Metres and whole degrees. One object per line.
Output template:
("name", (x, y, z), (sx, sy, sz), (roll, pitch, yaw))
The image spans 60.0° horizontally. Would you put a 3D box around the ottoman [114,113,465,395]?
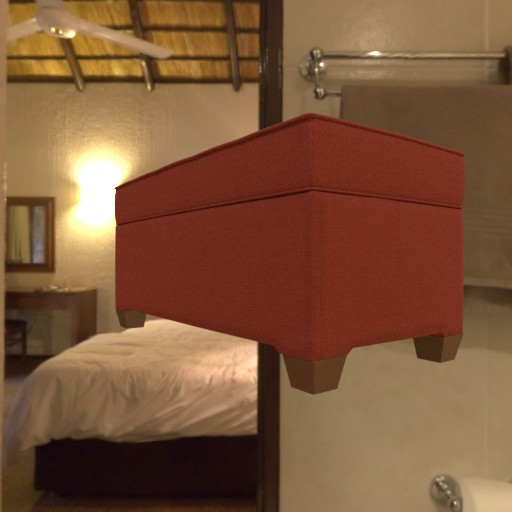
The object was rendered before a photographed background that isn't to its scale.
("ottoman", (0.000, 0.000, 1.199), (0.497, 0.454, 0.948), (0, 0, -36))
